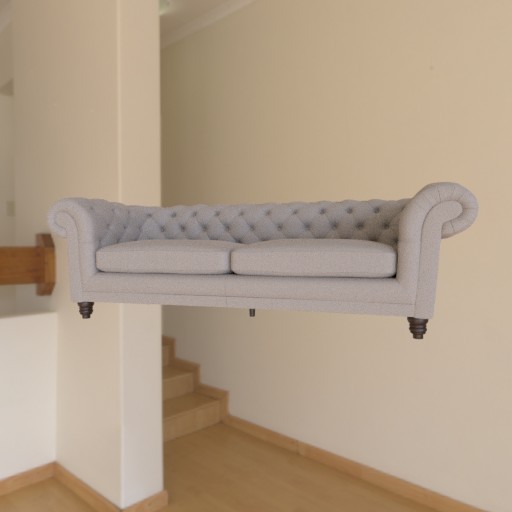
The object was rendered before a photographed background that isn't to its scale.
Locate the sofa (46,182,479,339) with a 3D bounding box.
[{"bbox_3d":[0.000,0.000,2.775,2.411,0.749,0.991,0,1,18],"label":"sofa"}]
